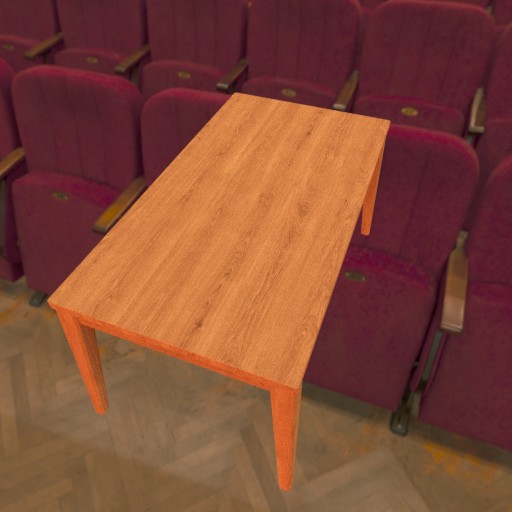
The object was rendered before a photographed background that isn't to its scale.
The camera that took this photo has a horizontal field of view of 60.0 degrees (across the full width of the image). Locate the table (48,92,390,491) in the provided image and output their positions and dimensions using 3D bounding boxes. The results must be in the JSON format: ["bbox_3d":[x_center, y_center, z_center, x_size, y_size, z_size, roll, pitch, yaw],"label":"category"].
[{"bbox_3d":[0.000,0.000,2.078,0.900,0.760,1.600,16,48,14],"label":"table"}]
